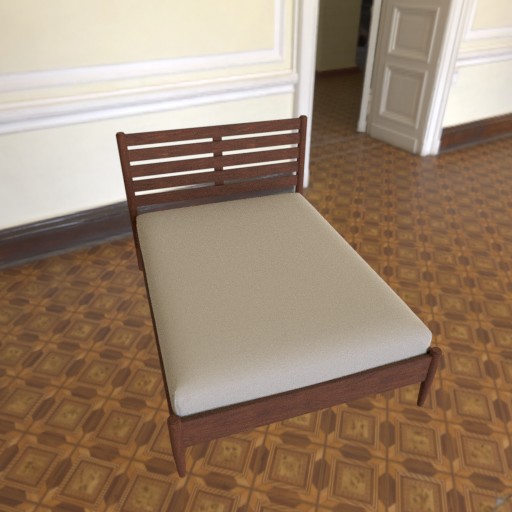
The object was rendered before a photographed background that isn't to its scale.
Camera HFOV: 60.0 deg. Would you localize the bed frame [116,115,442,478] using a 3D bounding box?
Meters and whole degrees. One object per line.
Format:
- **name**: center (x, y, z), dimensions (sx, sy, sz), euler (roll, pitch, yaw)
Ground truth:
- **bed frame**: center (0.000, 0.000, 3.235), dimensions (1.655, 1.321, 2.234), euler (-10, 34, -15)
